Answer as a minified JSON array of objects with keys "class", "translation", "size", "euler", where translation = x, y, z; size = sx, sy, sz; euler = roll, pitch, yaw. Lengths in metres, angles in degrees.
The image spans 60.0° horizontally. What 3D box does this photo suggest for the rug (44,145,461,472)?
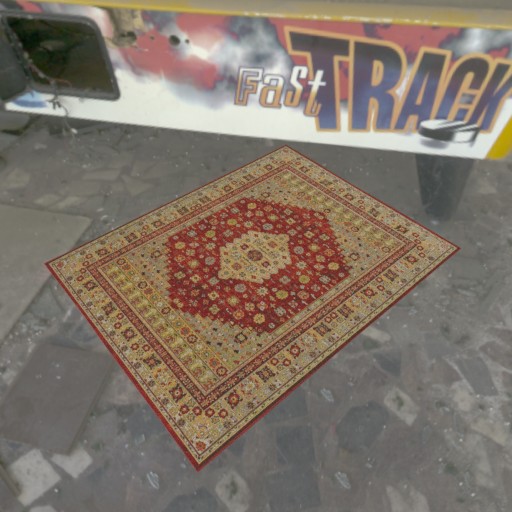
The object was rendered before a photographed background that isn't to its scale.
[{"class":"rug","translation":[0.000,0.000,4.113],"size":[3.053,0.013,2.387],"euler":[-32,54,-27]}]
